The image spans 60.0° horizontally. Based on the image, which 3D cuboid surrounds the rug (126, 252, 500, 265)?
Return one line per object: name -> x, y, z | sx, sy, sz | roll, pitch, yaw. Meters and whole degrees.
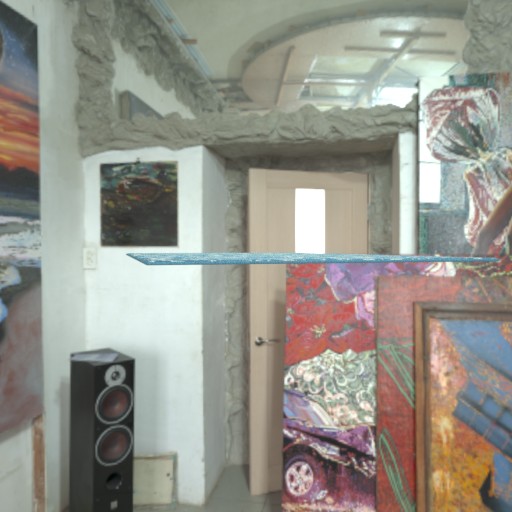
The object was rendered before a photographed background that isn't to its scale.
rug -> 0.000, 0.000, 3.362 | 1.816, 0.018, 2.746 | 0, 1, -18
